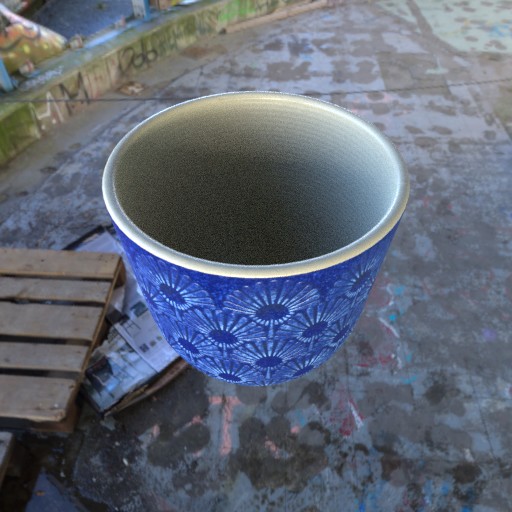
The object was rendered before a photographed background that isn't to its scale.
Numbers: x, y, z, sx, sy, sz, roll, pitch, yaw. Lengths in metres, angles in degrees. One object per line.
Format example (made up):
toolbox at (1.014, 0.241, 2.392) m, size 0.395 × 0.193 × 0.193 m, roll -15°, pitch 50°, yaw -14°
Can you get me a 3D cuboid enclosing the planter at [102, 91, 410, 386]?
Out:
planter at (0.000, 0.000, 0.373) m, size 0.206 × 0.190 × 0.206 m, roll 0°, pitch 47°, yaw 0°
